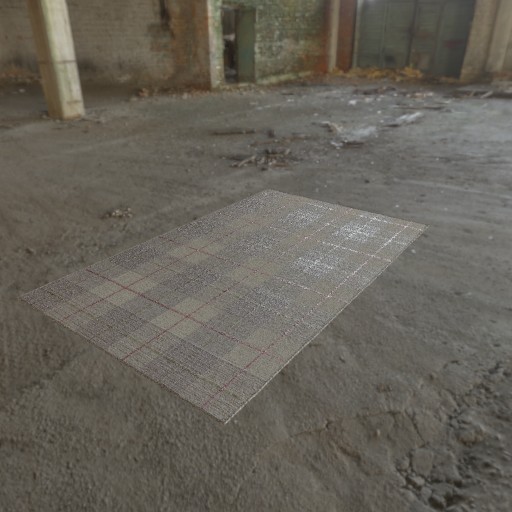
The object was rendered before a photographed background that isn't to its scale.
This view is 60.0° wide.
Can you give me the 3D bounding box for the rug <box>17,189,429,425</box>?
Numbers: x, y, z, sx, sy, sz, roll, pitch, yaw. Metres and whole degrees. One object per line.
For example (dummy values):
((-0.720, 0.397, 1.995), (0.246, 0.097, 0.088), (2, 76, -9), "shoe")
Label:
((0.000, 0.000, 2.981), (1.549, 0.010, 2.464), (18, 32, 32), "rug")
